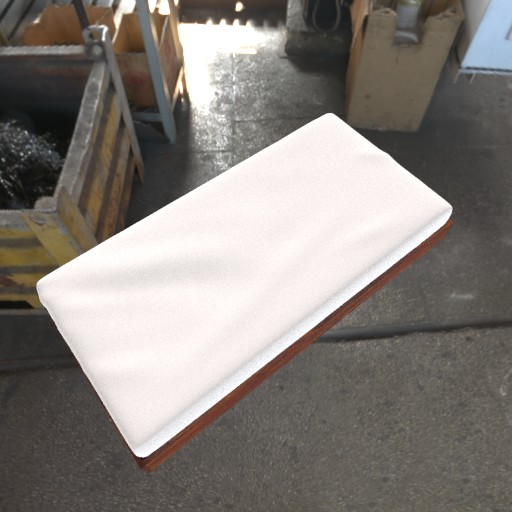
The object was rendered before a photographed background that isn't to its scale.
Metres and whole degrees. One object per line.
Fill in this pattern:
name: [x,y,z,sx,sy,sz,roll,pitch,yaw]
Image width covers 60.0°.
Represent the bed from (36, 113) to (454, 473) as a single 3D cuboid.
bed: [0.000,0.000,2.171,1.860,0.312,0.940,-34,64,-19]
